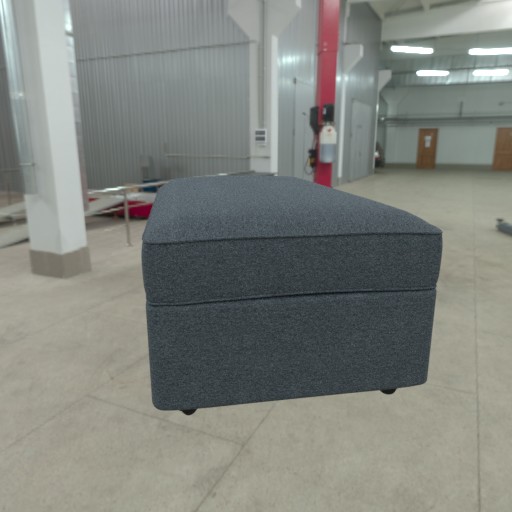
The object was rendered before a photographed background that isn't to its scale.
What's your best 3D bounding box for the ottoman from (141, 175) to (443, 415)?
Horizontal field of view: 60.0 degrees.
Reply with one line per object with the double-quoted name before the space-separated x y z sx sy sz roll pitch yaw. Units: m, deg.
"ottoman" 0.000 0.000 1.536 0.681 0.494 1.173 -3 15 -10
